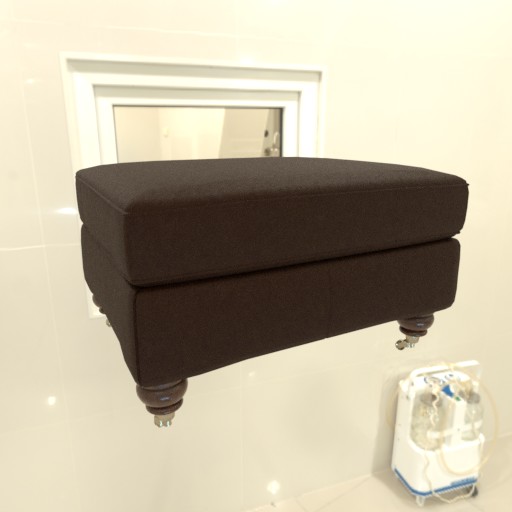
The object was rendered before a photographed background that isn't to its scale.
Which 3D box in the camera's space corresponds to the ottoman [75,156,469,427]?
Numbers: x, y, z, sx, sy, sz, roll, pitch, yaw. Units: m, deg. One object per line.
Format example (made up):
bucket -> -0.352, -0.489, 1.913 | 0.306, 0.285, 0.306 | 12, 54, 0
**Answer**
ottoman -> 0.000, 0.000, 1.738 | 1.187, 0.730, 0.967 | -8, 18, -27
